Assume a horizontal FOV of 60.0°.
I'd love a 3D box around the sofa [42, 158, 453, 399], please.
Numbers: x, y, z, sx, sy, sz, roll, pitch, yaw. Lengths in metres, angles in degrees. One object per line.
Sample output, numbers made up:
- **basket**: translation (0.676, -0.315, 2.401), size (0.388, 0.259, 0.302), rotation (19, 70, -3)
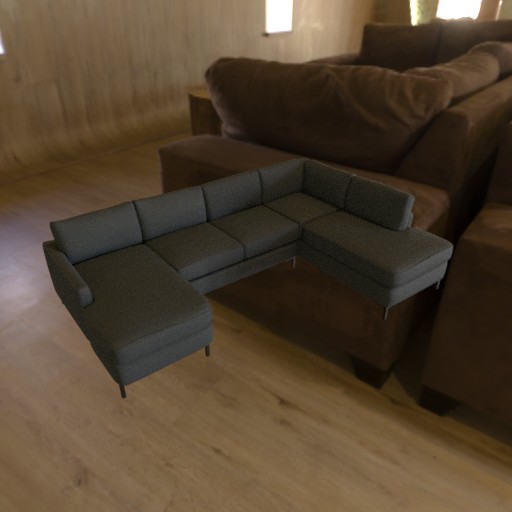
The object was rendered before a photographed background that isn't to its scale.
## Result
- **sofa**: translation (0.000, 0.000, 3.832), size (2.975, 0.858, 1.984), rotation (-21, 36, -32)
